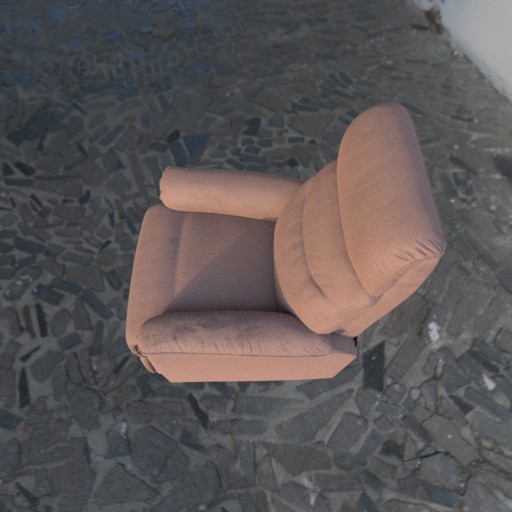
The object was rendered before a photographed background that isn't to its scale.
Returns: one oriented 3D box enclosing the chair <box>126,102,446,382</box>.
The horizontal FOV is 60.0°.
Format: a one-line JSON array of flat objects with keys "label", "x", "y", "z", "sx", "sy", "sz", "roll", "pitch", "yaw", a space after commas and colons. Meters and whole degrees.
[{"label": "chair", "x": 0.000, "y": 0.000, "z": 1.702, "sx": 1.004, "sy": 1.037, "sz": 0.820, "roll": 0, "pitch": 58, "yaw": 0}]
